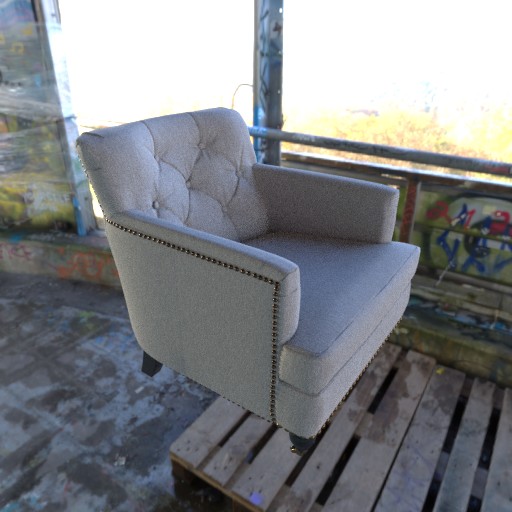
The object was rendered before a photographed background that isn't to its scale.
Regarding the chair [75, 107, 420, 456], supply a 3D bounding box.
[{"bbox_3d":[0.000,0.000,1.467,0.902,0.823,0.737,18,31,31],"label":"chair"}]
